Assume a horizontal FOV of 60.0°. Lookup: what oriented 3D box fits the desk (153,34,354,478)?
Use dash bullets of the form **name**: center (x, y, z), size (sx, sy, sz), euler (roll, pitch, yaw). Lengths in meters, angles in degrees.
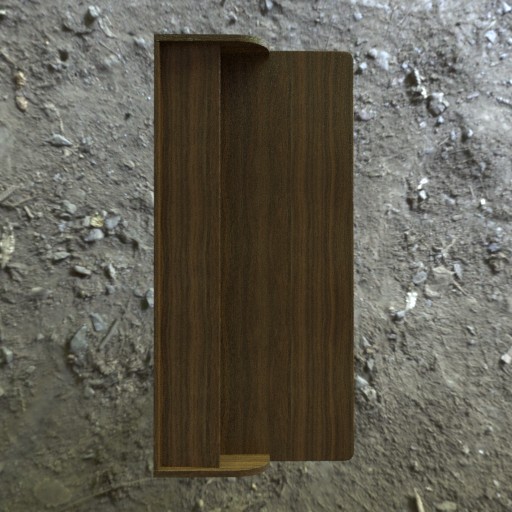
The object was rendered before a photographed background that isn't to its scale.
- **desk**: center (0.000, 0.000, 1.624), size (0.565, 0.854, 1.200), euler (0, 90, -1)
